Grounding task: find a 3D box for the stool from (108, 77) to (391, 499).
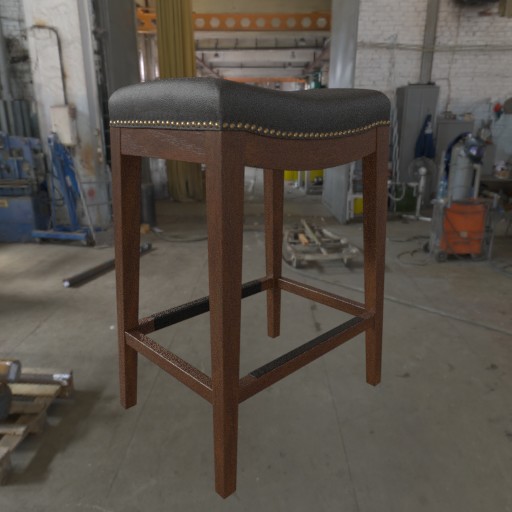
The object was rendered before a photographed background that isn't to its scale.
[{"bbox_3d":[0.000,0.000,0.919,0.490,0.664,0.353,-16,24,-42],"label":"stool"}]
